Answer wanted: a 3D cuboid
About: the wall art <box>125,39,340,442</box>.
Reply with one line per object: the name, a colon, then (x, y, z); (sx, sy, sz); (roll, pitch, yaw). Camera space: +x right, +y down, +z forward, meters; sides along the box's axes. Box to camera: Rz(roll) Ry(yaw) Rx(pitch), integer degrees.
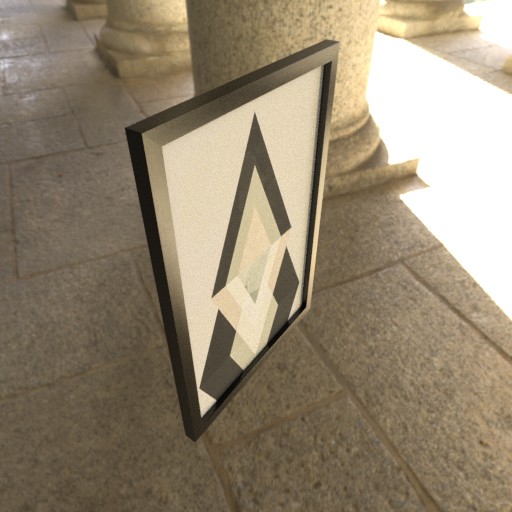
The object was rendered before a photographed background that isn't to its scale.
wall art: (0.000, 0.000, 0.574); (0.019, 0.455, 0.314); (25, 46, 27)
